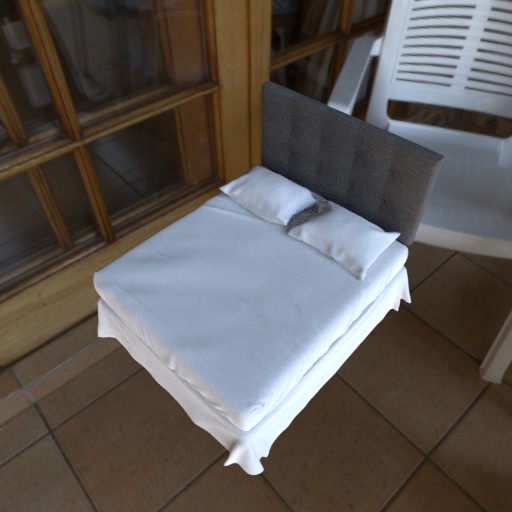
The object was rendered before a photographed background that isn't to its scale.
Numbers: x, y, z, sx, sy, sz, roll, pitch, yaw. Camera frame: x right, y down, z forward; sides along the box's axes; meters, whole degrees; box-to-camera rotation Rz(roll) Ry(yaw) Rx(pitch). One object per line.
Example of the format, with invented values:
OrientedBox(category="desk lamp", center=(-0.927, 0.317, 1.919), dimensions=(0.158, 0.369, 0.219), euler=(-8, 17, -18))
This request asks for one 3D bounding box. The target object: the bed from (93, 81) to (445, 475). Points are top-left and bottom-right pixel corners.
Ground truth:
OrientedBox(category="bed", center=(0.000, 0.000, 3.444), dimensions=(1.936, 1.577, 2.222), euler=(34, 56, 27))
